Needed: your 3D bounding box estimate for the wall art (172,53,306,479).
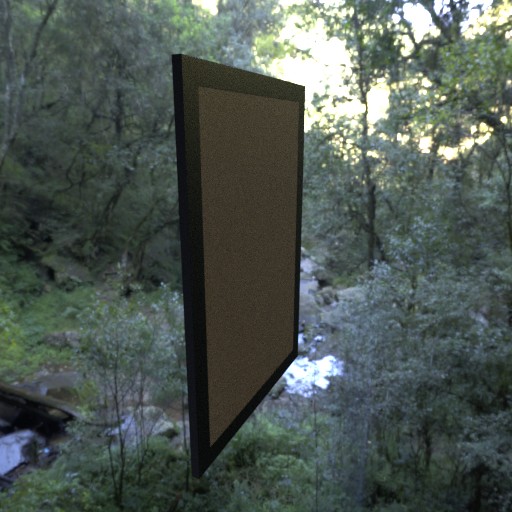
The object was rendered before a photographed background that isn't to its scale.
[{"bbox_3d":[0.000,0.000,0.698,0.013,0.534,0.381,7,17,25],"label":"wall art"}]
